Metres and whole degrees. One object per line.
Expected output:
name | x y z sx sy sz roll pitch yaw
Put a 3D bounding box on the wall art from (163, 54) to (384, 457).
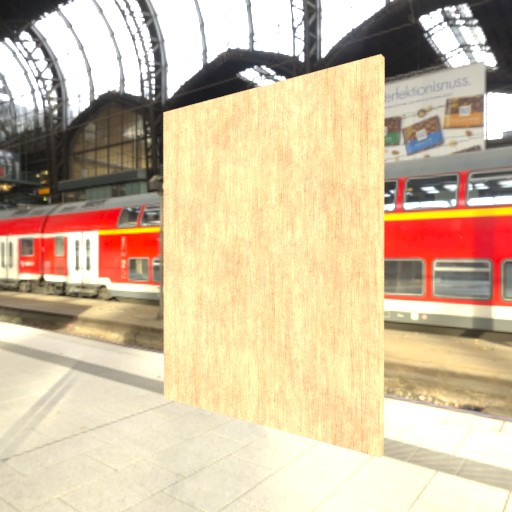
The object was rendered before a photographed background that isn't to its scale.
wall art | 0.000 0.000 0.916 0.534 0.686 0.018 0 0 36
